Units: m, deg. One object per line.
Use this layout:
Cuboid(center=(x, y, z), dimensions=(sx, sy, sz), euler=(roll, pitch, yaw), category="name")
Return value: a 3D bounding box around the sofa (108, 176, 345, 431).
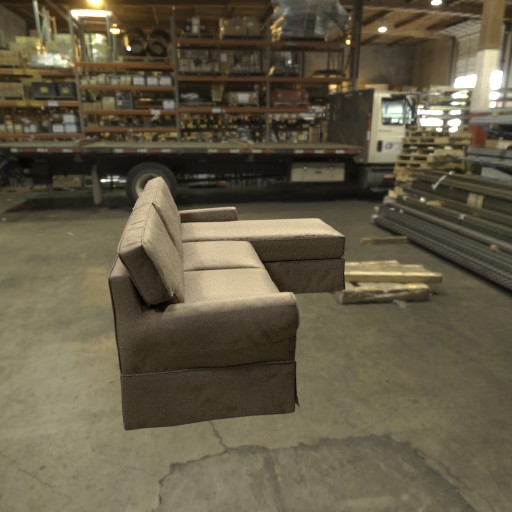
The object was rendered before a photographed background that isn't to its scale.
Cuboid(center=(0.000, 0.000, 3.286), dimensions=(1.733, 0.978, 2.475), euler=(-3, 17, -9), category="sofa")
